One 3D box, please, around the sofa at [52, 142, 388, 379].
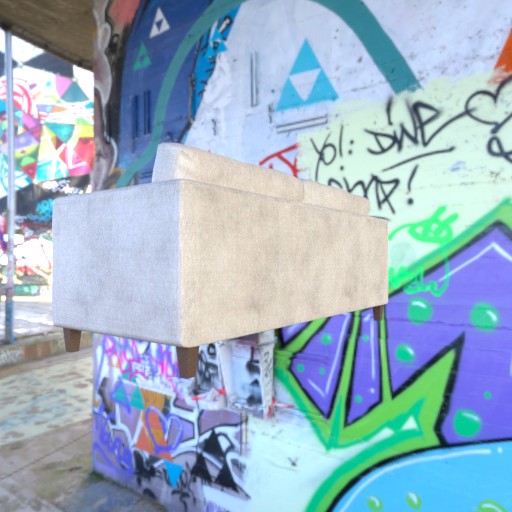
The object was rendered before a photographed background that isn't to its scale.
[{"bbox_3d":[0.000,0.000,2.794,0.951,0.965,2.208,0,-1,36],"label":"sofa"}]
